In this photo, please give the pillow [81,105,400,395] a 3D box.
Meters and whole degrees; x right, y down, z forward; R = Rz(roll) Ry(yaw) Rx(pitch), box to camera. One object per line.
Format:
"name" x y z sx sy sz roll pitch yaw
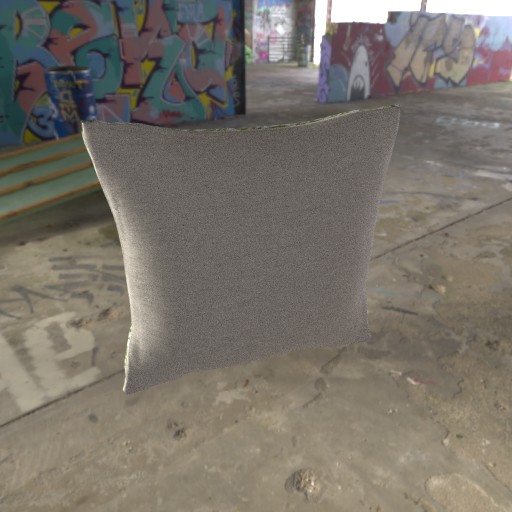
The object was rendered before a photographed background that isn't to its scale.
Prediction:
"pillow" 0.000 0.000 0.668 0.440 0.419 0.162 -8 28 -16
